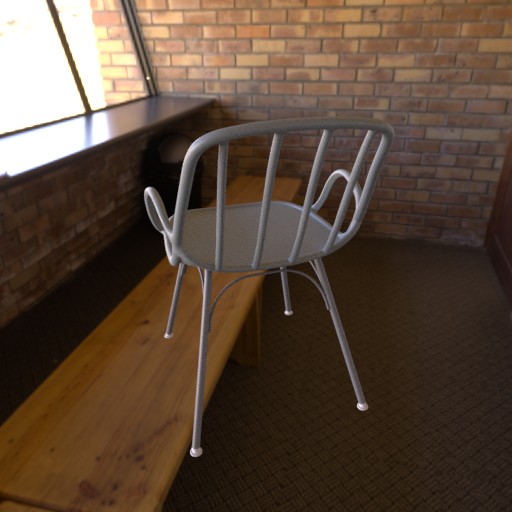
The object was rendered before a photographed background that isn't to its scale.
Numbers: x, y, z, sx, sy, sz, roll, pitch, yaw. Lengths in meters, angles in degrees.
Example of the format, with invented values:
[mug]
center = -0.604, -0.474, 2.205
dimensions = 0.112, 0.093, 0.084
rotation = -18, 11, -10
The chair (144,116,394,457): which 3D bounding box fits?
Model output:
[chair]
center = 0.000, 0.000, 1.221
dimensions = 0.549, 0.816, 0.597
rotation = -8, 27, -17
